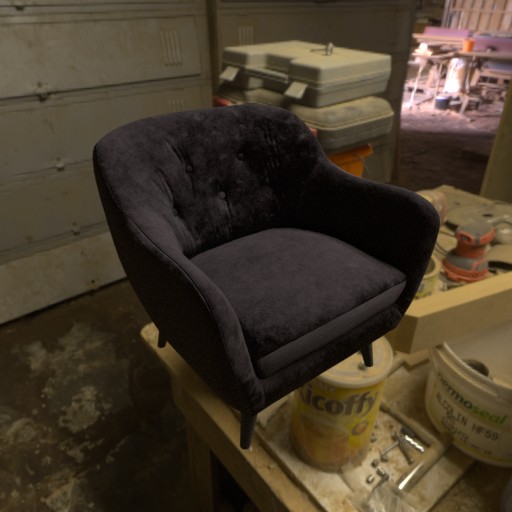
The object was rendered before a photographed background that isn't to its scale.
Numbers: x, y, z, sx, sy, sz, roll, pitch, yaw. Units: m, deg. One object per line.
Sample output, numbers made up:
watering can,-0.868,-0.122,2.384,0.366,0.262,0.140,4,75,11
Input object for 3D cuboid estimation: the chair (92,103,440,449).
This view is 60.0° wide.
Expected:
chair,0.000,0.000,1.458,0.840,0.807,0.819,-21,37,-31
